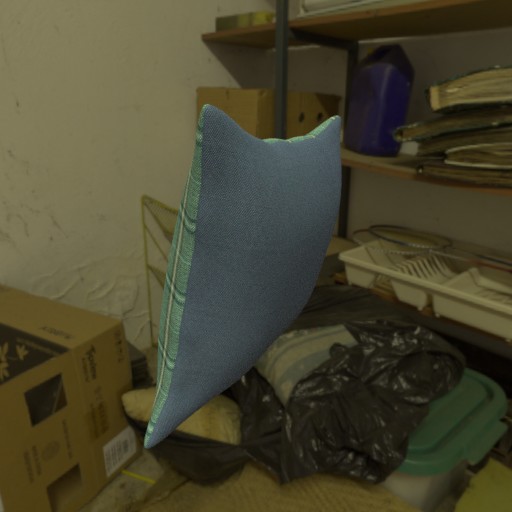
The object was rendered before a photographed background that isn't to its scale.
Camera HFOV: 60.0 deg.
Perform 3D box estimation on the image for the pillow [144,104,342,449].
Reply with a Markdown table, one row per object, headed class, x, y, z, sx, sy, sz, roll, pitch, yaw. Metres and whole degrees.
| class | x | y | z | sx | sy | sz | roll | pitch | yaw |
| --- | --- | --- | --- | --- | --- | --- | --- | --- | --- |
| pillow | 0.000 | 0.000 | 0.693 | 0.200 | 0.430 | 0.453 | 8 | 18 | 25 |
